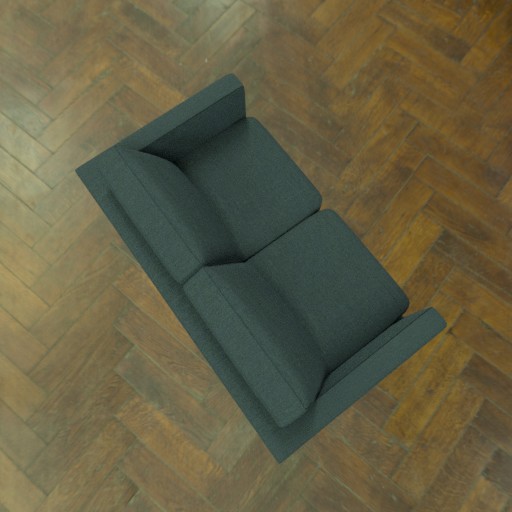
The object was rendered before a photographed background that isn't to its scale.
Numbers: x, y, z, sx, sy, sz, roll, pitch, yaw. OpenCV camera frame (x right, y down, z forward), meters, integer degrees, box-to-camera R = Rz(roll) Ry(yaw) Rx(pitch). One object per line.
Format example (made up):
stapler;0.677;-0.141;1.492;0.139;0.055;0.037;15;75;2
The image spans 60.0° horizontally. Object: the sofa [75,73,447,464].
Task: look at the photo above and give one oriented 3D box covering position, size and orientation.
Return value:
sofa;0.000;0.000;2.323;0.999;0.907;1.659;-36;77;-9
